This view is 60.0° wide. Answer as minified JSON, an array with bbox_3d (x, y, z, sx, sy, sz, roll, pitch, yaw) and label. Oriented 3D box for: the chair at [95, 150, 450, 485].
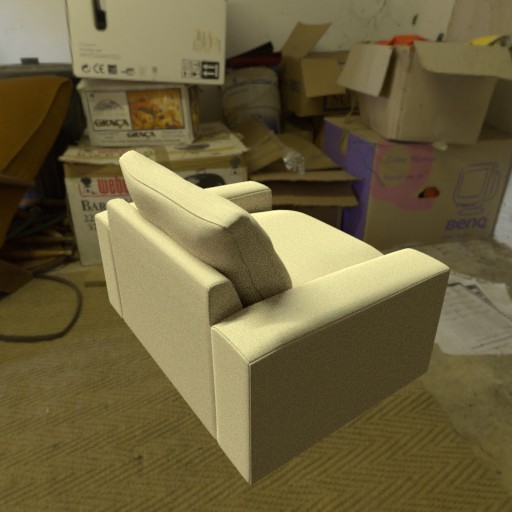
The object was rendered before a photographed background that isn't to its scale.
[{"bbox_3d":[0.000,0.000,2.064,1.039,0.915,1.398,-18,32,-31],"label":"chair"}]
